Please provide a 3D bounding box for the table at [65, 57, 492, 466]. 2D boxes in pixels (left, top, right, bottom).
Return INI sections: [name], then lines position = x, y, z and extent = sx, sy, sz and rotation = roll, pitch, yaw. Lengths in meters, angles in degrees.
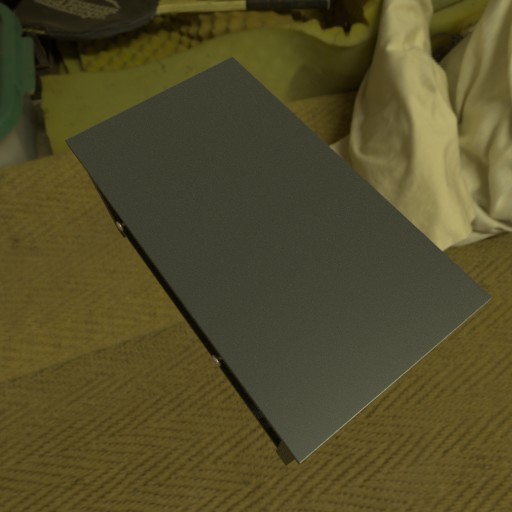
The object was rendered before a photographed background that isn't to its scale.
[table]
position = 0.000, 0.000, 1.390
extent = 0.612, 0.493, 1.068
rotation = -34, 67, -16
